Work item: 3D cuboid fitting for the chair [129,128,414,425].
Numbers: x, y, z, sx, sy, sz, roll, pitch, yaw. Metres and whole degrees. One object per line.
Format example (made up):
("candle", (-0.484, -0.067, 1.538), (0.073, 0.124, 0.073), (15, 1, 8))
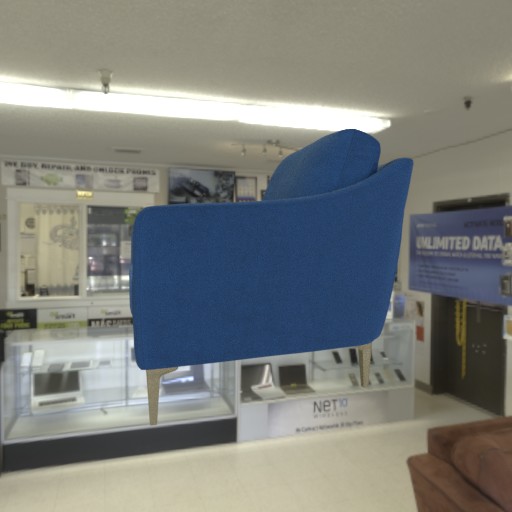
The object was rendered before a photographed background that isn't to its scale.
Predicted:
("chair", (0.000, 0.000, 1.744), (0.961, 0.899, 0.987), (0, 2, -16))
